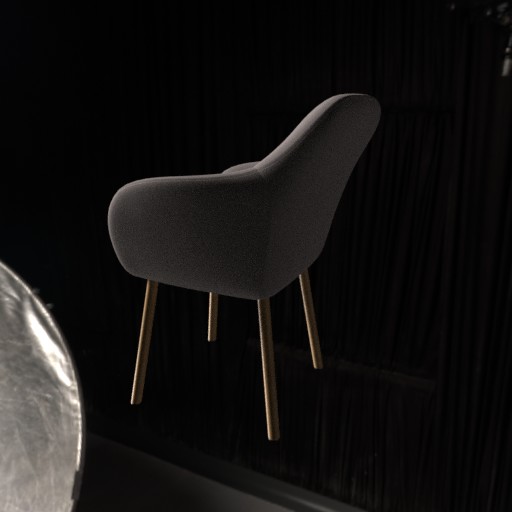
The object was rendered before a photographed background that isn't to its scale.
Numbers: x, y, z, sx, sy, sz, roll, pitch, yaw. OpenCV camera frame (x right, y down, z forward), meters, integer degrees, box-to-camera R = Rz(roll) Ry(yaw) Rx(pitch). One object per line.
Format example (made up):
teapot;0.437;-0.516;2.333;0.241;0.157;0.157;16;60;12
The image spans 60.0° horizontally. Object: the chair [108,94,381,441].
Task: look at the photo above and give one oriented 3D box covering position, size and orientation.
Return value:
chair;0.000;0.000;1.236;0.590;0.830;0.570;7;18;24
